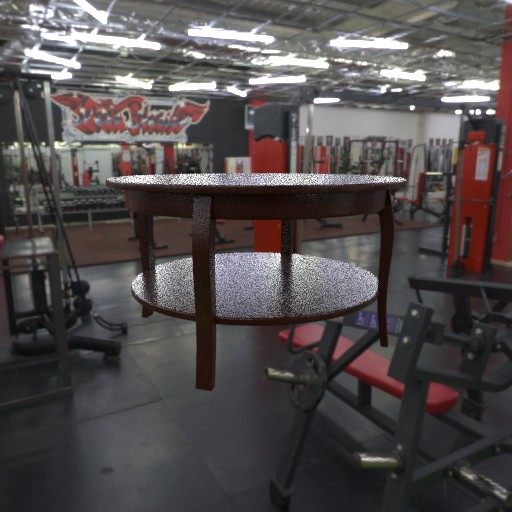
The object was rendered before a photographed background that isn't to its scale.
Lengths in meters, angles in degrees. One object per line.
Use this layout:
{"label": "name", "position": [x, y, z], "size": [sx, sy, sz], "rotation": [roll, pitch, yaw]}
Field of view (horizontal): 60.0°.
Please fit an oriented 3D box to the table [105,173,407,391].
{"label": "table", "position": [0.000, 0.000, 1.465], "size": [0.911, 0.512, 0.911], "rotation": [0, 12, 0]}
